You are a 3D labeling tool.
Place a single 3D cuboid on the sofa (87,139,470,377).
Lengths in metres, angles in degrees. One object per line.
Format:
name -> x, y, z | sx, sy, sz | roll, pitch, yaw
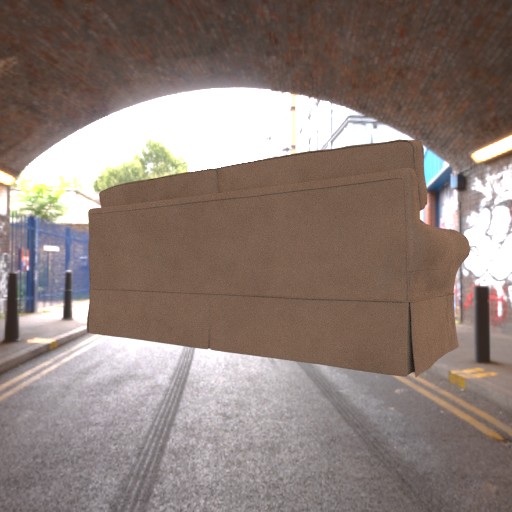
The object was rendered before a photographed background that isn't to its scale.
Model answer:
sofa -> 0.000, 0.000, 2.692 | 2.246, 1.014, 0.900 | -1, -2, 35
